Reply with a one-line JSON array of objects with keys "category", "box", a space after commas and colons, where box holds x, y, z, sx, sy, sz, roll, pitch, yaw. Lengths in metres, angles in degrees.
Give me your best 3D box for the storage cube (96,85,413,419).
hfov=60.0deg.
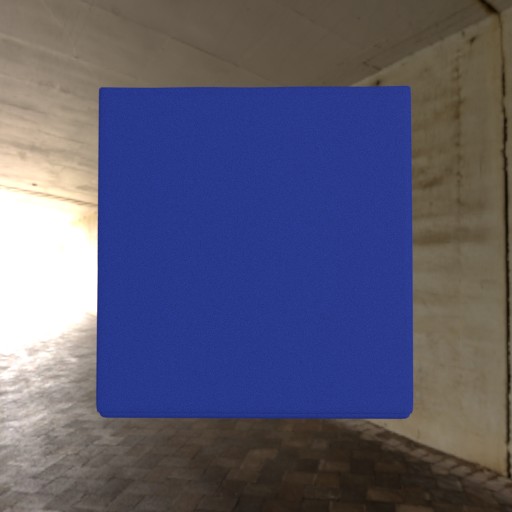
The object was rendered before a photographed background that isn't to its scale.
[{"category": "storage cube", "box": [0.000, 0.000, 0.503, 0.270, 0.280, 0.270, 0, -1, 1]}]
